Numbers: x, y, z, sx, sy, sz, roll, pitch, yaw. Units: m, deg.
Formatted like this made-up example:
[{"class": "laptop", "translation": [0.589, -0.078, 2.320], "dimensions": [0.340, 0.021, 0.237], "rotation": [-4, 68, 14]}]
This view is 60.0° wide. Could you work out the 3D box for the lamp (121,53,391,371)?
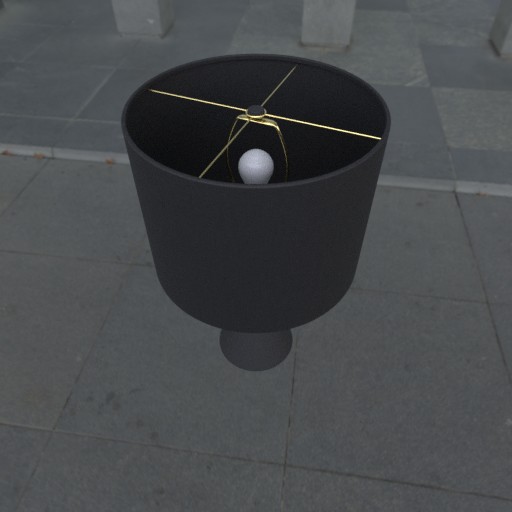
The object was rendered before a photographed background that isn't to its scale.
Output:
[{"class": "lamp", "translation": [0.000, 0.000, 0.810], "dimensions": [0.359, 0.584, 0.359], "rotation": [17, 48, 16]}]
